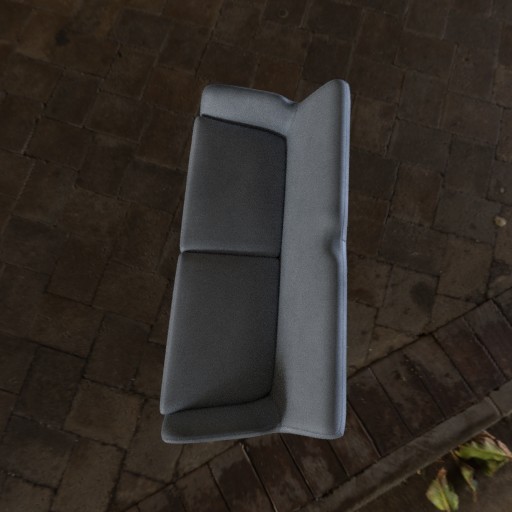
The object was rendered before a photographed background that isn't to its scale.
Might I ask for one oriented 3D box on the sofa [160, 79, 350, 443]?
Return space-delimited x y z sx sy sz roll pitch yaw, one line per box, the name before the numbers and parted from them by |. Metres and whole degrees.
sofa | 0.000 0.000 2.365 0.850 0.810 1.870 4 74 1
